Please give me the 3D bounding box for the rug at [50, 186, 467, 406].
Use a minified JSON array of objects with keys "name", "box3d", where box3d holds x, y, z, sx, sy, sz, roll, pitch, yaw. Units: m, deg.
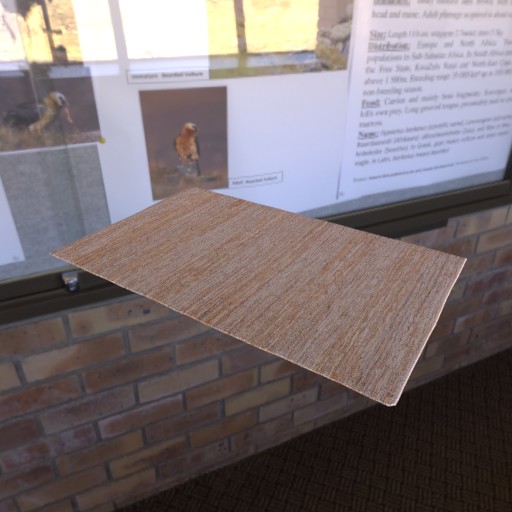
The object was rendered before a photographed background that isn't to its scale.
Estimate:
[{"name":"rug","box3d":[0.000,0.000,3.051,2.446,0.009,1.529,18,35,28]}]
